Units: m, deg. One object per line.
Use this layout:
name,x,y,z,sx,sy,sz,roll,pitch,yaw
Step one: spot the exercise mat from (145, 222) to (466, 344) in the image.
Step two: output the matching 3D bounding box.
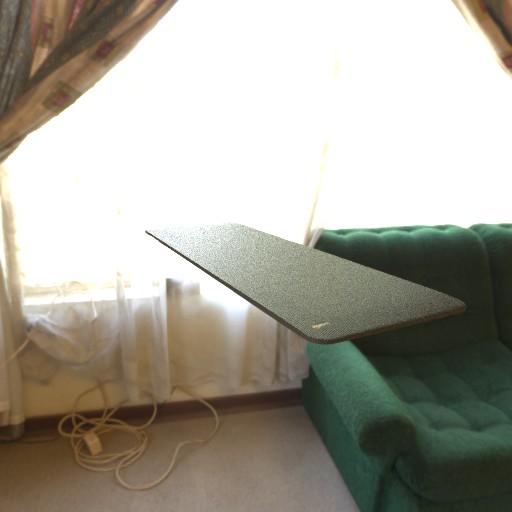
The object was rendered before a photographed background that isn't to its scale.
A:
exercise mat,0.000,0.000,2.102,0.616,0.021,1.869,-7,16,-27
